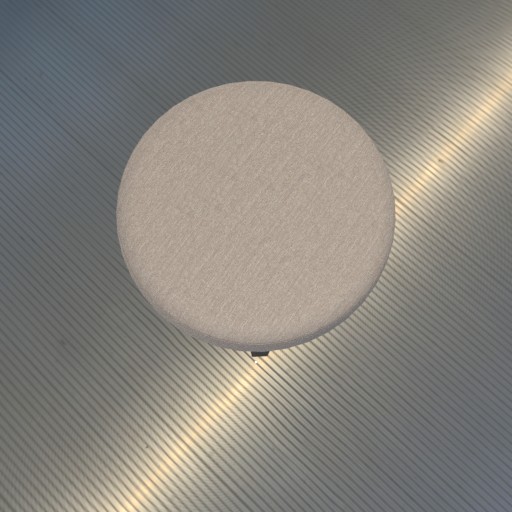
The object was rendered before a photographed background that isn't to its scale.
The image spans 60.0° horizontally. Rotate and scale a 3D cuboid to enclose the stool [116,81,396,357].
[{"bbox_3d":[0.000,0.000,1.015,0.443,0.757,0.443,0,77,0],"label":"stool"}]
